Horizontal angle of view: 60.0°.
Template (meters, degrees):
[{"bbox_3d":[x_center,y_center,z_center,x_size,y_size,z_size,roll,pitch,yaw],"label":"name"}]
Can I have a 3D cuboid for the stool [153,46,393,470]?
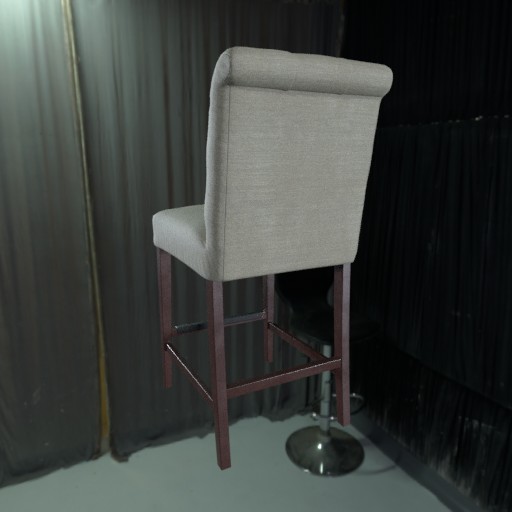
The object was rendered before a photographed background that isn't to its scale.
[{"bbox_3d":[0.000,0.000,1.406,0.486,1.084,0.660,-7,15,-27],"label":"stool"}]
